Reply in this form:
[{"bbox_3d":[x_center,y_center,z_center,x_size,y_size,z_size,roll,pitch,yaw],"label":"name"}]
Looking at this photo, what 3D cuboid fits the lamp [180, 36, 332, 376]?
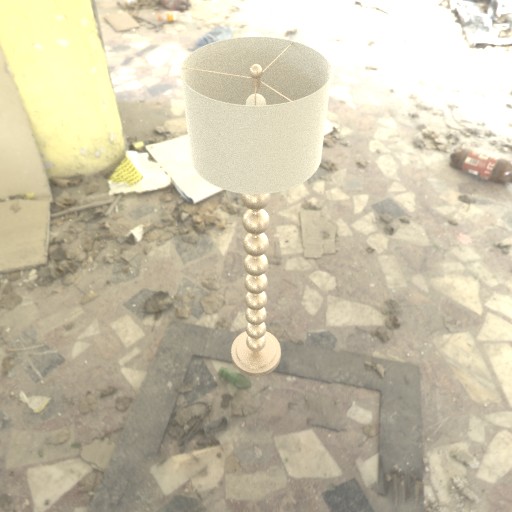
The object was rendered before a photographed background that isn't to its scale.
[{"bbox_3d":[0.000,0.000,1.692,0.394,1.474,0.394,2,48,2],"label":"lamp"}]
